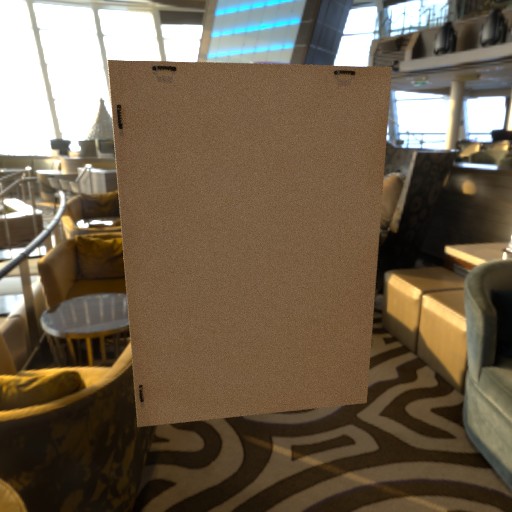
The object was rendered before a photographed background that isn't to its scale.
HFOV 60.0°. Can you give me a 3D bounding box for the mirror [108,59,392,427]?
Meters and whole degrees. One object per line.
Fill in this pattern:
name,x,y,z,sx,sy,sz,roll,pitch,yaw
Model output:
mirror,0.000,0.000,0.887,0.507,0.710,0.039,-3,16,-9
